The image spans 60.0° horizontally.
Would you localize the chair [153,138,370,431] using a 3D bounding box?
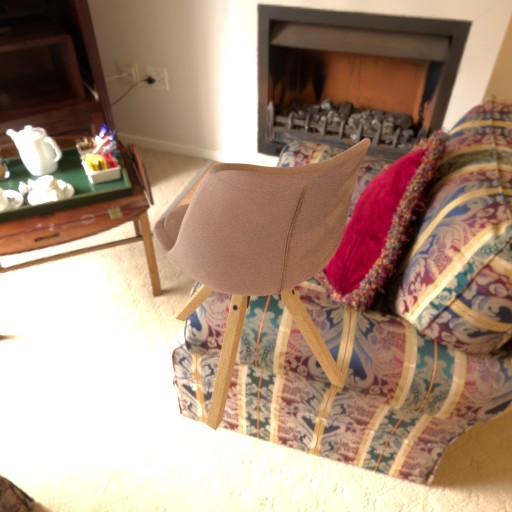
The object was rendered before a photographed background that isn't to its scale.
[{"bbox_3d":[0.000,0.000,1.169,0.485,0.850,0.550,-13,43,-15],"label":"chair"}]
